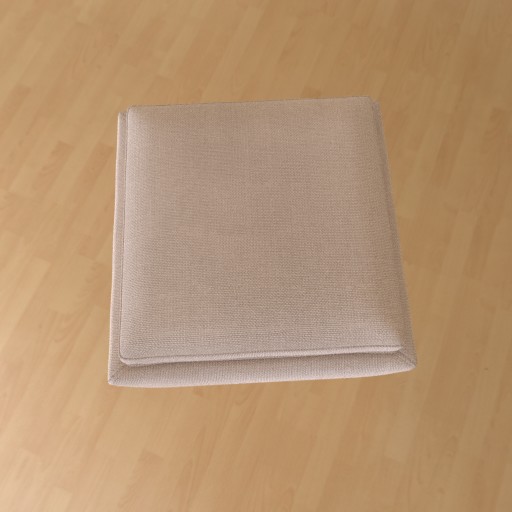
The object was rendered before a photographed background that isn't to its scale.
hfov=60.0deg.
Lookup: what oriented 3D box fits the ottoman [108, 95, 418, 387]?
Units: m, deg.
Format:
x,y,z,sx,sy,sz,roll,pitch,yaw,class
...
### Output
x,y,z,sx,sy,sz,roll,pitch,yaw,class
0.000,0.000,0.822,0.450,0.460,0.451,-3,74,-1,ottoman
